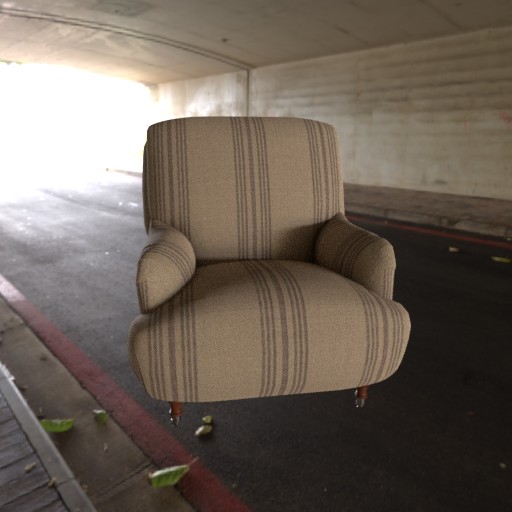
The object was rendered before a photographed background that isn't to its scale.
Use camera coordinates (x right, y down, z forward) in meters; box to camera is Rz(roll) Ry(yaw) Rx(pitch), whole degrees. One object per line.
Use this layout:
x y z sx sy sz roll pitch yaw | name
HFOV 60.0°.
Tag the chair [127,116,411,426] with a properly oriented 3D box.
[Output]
0.000 0.000 1.535 0.813 0.940 0.914 -2 16 -9 | chair
